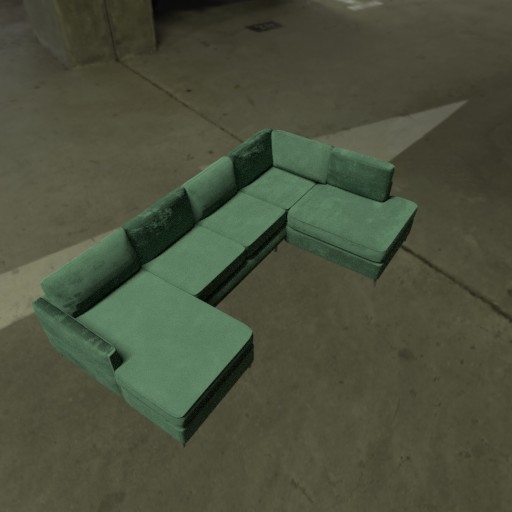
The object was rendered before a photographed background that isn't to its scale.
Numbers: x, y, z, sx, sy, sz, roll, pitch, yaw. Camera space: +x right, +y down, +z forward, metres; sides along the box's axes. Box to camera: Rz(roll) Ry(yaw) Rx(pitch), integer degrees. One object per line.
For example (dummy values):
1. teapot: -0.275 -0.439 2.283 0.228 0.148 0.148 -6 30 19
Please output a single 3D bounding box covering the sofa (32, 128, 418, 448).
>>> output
1. sofa: 0.000 0.000 4.309 2.055 0.992 3.434 25 47 25
